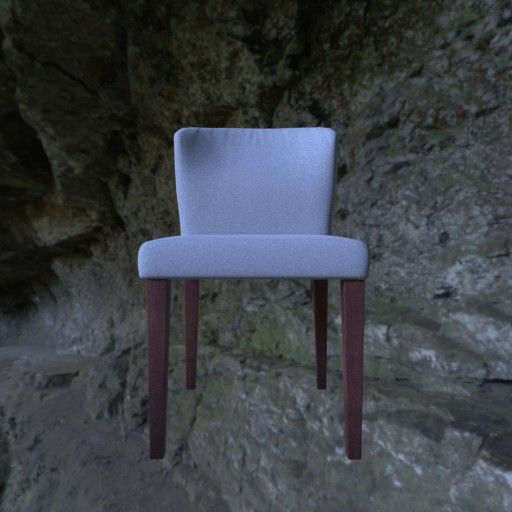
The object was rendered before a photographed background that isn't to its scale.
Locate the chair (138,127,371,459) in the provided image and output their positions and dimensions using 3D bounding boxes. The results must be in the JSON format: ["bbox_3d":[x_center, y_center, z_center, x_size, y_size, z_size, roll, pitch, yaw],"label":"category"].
[{"bbox_3d":[0.000,0.000,1.181,0.491,0.839,0.592,0,-1,0],"label":"chair"}]
